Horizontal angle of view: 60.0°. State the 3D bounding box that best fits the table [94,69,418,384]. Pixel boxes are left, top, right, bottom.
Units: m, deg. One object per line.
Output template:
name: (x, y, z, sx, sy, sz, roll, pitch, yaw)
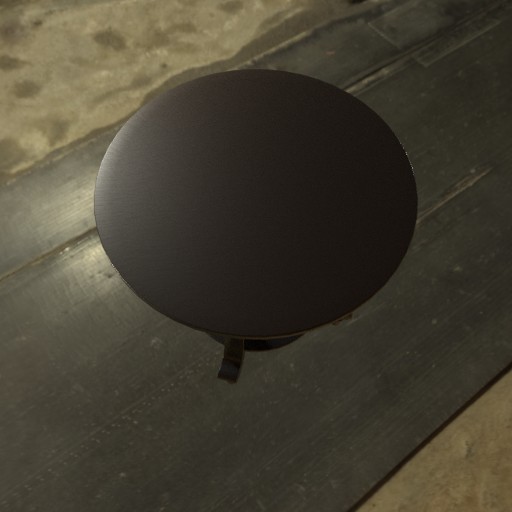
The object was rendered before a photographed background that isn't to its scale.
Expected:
table: (0.000, 0.000, 1.099, 0.597, 0.618, 0.597, 0, 63, 0)
